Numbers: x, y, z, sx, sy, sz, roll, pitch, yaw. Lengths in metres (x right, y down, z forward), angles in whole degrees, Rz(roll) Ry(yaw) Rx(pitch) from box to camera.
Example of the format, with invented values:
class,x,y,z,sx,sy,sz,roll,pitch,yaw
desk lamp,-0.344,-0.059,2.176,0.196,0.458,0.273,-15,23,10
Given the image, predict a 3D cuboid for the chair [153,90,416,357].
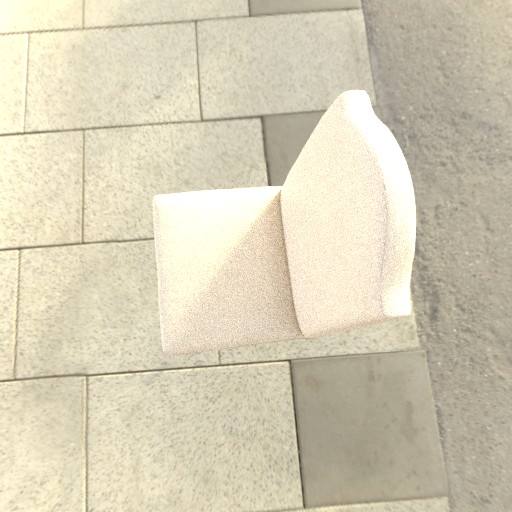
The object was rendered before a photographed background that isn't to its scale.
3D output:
class,x,y,z,sx,sy,sz,roll,pitch,yaw
chair,0.000,0.000,1.369,0.648,1.012,0.534,-7,77,-2
